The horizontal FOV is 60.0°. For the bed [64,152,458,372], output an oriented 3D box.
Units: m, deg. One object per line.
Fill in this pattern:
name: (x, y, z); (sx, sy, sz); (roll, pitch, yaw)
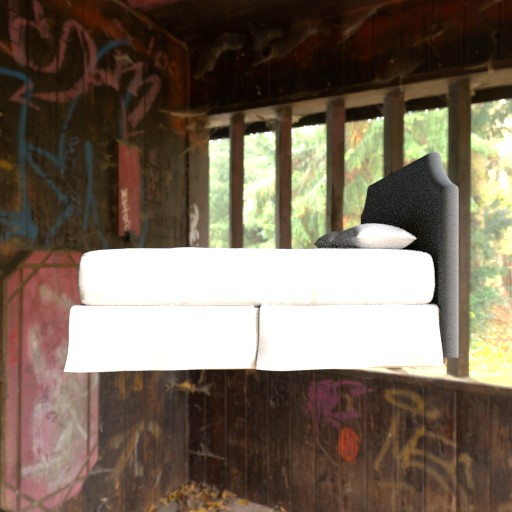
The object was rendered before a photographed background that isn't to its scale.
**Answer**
bed: (0.000, 0.000, 3.372); (2.259, 1.296, 1.811); (0, 0, -2)
